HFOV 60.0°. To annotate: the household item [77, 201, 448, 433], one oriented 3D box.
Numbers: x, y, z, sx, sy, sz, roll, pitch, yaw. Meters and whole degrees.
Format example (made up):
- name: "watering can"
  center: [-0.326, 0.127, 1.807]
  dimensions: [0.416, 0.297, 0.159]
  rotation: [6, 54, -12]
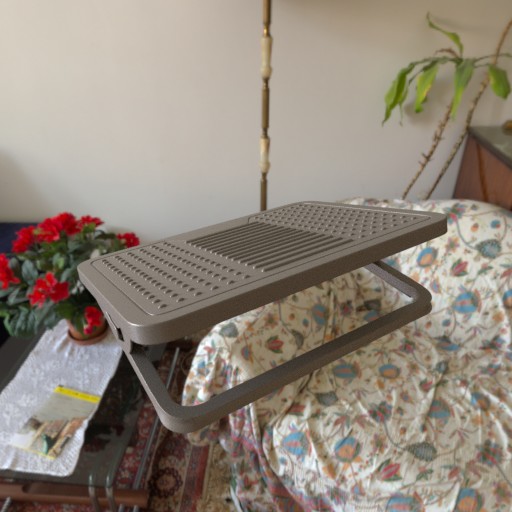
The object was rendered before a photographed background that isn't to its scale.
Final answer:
- name: "household item"
  center: [0.000, 0.000, 0.560]
  dimensions: [0.390, 0.126, 0.301]
  rotation: [-18, 36, -27]
